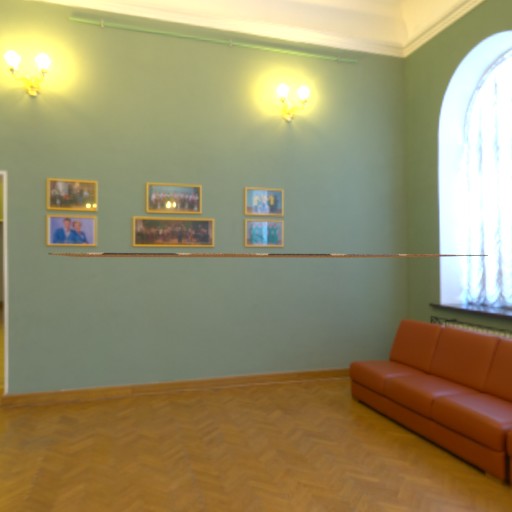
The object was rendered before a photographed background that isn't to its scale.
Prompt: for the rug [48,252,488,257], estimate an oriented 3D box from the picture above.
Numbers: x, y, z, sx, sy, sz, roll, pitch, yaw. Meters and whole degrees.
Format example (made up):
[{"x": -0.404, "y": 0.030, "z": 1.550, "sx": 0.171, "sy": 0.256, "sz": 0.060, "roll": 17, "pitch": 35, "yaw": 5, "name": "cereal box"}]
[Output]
[{"x": 0.000, "y": 0.000, "z": 2.310, "sx": 1.828, "sy": 0.006, "sz": 1.216, "roll": 0, "pitch": -1, "yaw": -18, "name": "rug"}]
